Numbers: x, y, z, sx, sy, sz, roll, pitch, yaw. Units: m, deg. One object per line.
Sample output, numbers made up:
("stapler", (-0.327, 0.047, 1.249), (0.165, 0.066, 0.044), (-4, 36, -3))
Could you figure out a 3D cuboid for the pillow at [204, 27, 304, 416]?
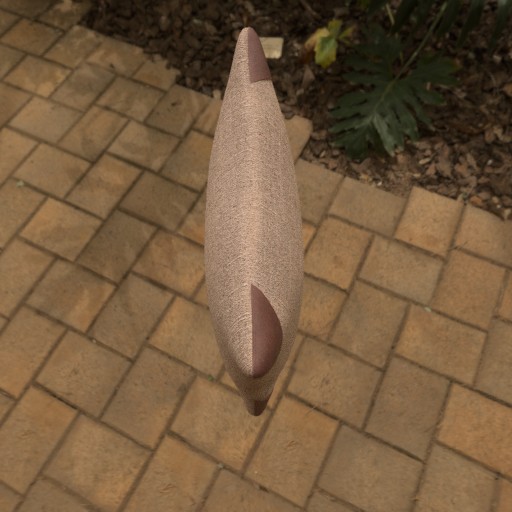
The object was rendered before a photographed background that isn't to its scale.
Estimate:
("pillow", (0.000, 0.000, 0.659), (0.147, 0.448, 0.437), (-2, 64, -1))
